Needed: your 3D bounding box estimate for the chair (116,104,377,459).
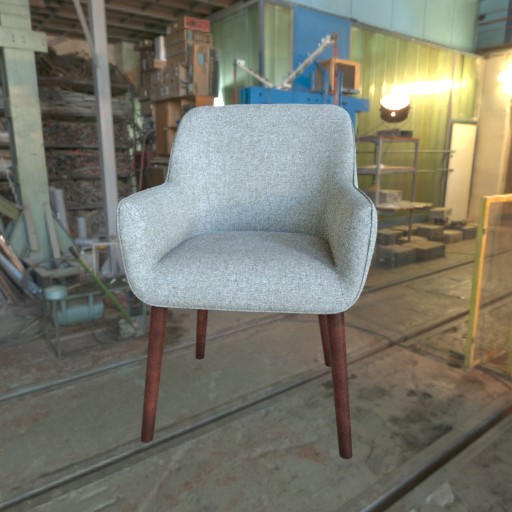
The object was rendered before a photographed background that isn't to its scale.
[{"bbox_3d":[0.000,0.000,1.163,0.543,0.803,0.519,2,13,7],"label":"chair"}]
